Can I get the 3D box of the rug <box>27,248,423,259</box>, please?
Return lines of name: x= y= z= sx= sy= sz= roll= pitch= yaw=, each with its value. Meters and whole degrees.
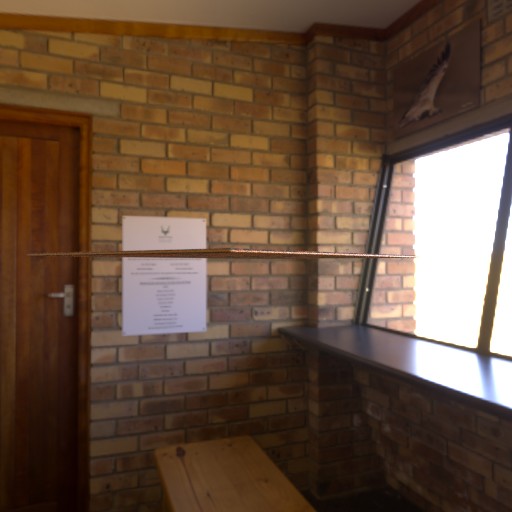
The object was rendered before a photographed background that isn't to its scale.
rug: x=0.000 y=0.000 z=2.263 sx=1.148 sy=0.013 sz=1.758 roll=-1 pitch=-1 yaw=37
